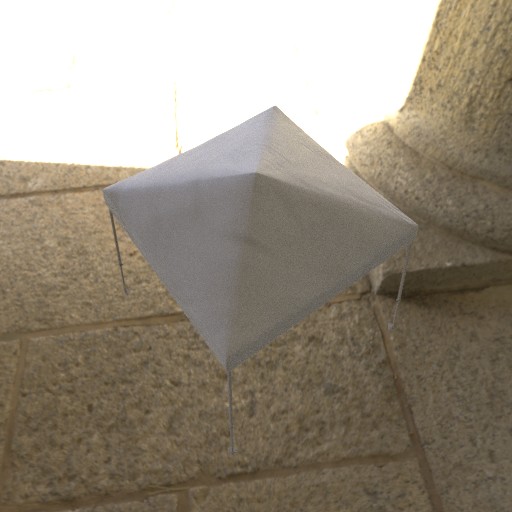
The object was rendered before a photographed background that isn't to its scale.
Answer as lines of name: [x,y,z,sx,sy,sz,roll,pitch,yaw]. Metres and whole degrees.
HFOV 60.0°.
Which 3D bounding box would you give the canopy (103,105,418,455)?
canopy: [0.000,0.000,6.755,3.599,3.600,3.600,-32,62,-19]
